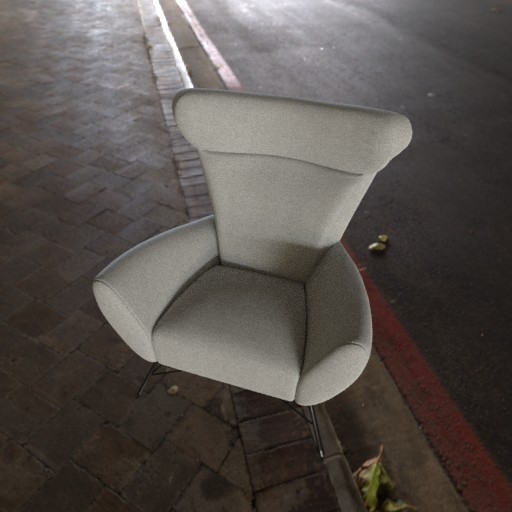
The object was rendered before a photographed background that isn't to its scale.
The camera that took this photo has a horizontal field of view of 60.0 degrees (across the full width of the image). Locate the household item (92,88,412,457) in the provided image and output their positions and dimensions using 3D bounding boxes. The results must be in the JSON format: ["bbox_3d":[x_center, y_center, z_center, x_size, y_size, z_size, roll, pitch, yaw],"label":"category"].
[{"bbox_3d":[0.000,0.000,1.762,0.980,1.050,0.900,12,41,14],"label":"household item"}]
